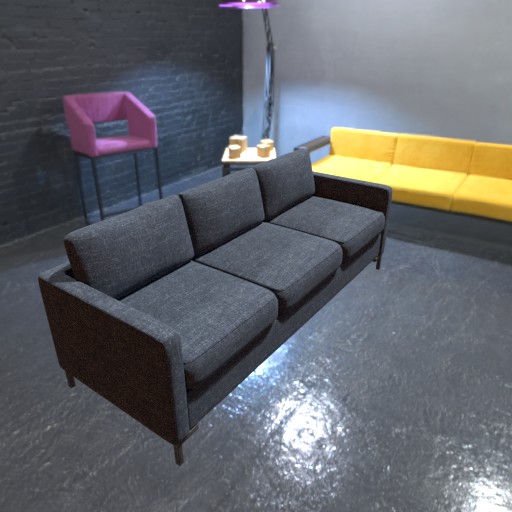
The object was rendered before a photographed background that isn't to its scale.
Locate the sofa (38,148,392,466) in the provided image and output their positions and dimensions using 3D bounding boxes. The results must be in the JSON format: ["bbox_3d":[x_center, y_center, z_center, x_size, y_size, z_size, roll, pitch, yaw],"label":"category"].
[{"bbox_3d":[0.000,0.000,2.671,0.859,0.874,2.218,18,32,32],"label":"sofa"}]
